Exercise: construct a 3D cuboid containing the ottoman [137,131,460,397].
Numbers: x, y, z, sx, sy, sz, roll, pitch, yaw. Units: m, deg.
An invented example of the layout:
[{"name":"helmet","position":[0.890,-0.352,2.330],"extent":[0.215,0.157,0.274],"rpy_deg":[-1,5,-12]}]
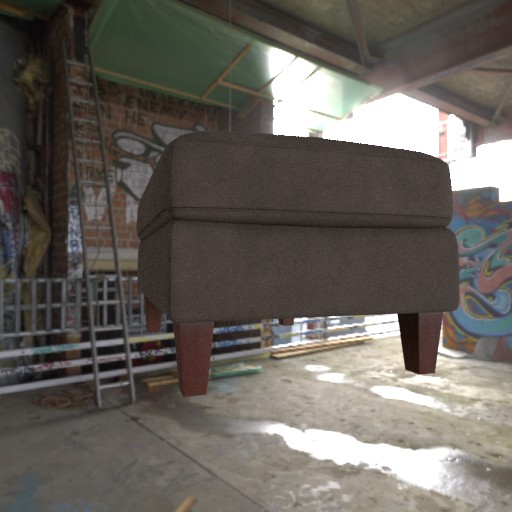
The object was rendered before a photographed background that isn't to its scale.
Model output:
[{"name":"ottoman","position":[0.000,0.000,1.184],"extent":[0.584,0.483,0.864],"rpy_deg":[0,-1,-18]}]
